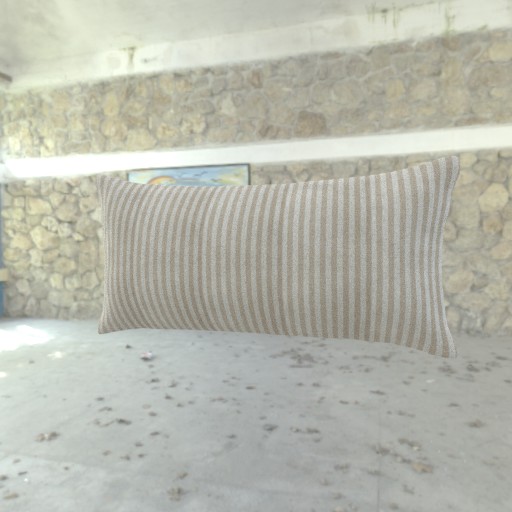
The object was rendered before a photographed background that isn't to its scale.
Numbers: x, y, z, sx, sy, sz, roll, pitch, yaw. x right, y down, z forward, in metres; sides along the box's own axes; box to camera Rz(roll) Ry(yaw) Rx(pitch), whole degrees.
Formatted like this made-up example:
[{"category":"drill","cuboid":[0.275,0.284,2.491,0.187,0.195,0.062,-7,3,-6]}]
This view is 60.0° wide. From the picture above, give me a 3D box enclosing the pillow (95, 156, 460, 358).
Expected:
[{"category":"pillow","cuboid":[0.000,0.000,0.733,0.617,0.295,0.151,0,1,17]}]
